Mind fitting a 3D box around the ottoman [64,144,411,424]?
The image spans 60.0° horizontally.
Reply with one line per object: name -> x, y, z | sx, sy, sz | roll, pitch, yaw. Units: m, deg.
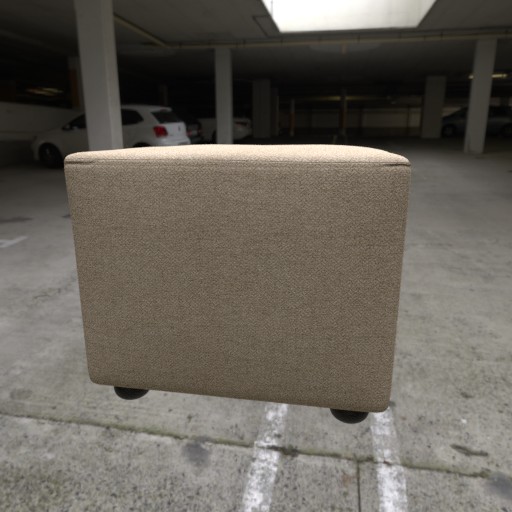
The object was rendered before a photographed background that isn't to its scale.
ottoman -> 0.000, 0.000, 0.892 | 0.508, 0.432, 0.508 | 3, 15, 10
